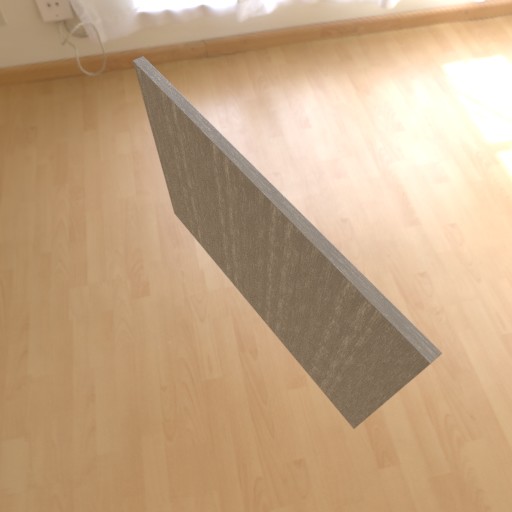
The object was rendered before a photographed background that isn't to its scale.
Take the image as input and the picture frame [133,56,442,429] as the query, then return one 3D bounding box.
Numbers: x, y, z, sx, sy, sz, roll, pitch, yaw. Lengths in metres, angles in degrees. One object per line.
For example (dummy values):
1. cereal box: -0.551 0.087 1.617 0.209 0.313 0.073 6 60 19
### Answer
1. picture frame: 0.000 0.000 1.179 0.029 0.640 0.950 -34 65 -18
